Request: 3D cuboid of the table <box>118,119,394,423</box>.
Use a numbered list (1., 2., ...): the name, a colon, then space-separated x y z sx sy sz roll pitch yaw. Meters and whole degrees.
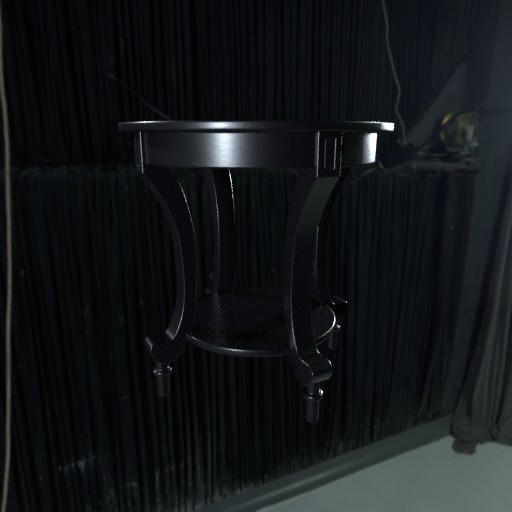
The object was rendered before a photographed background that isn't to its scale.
1. table: 0.000 0.000 1.083 0.597 0.618 0.597 0 15 0
